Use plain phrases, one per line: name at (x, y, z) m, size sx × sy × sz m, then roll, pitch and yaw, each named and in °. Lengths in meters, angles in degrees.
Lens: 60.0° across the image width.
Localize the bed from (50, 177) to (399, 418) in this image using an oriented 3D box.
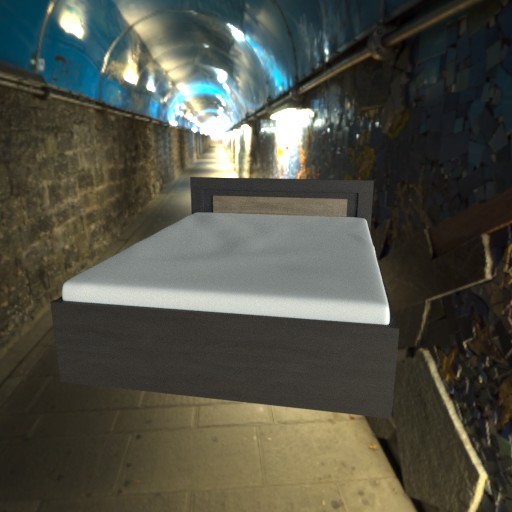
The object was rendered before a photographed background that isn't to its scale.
bed at (0.000, 0.000, 2.936) m, size 1.585 × 0.823 × 2.073 m, roll 3°, pitch 16°, yaw 10°
